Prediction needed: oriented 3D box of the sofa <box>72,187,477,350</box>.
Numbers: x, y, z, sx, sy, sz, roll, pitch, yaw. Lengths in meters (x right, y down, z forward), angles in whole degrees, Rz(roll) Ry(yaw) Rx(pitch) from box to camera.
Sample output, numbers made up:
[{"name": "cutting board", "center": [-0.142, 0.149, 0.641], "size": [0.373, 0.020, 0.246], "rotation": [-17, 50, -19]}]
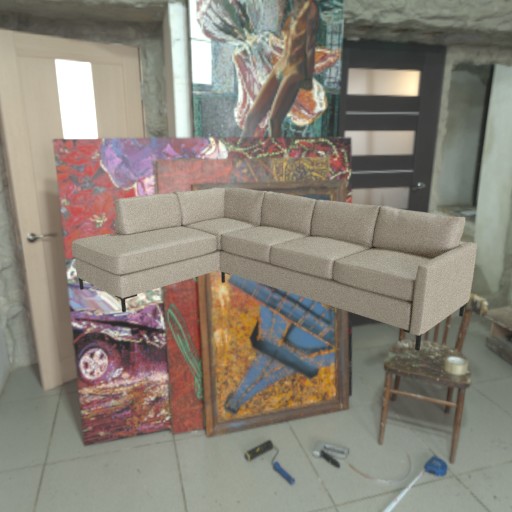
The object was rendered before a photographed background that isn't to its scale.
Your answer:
[{"name": "sofa", "center": [0.000, 0.000, 3.131], "size": [2.423, 0.703, 1.617], "rotation": [15, 22, 42]}]
